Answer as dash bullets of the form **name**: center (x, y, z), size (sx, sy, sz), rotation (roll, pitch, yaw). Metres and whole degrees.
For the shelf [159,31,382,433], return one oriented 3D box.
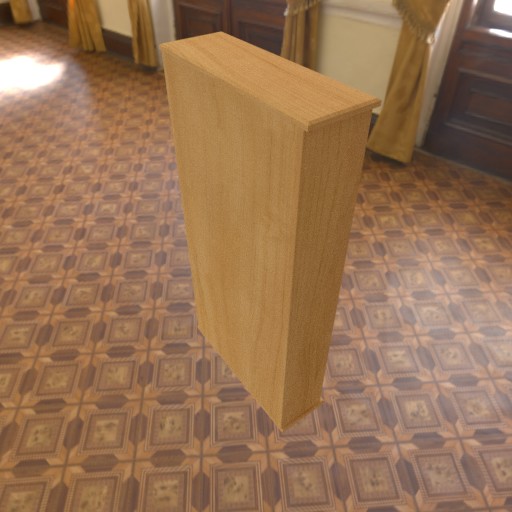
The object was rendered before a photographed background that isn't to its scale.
- **shelf**: center (0.000, 0.000, 1.245), size (0.175, 1.030, 0.520), rotation (-26, 48, -26)
